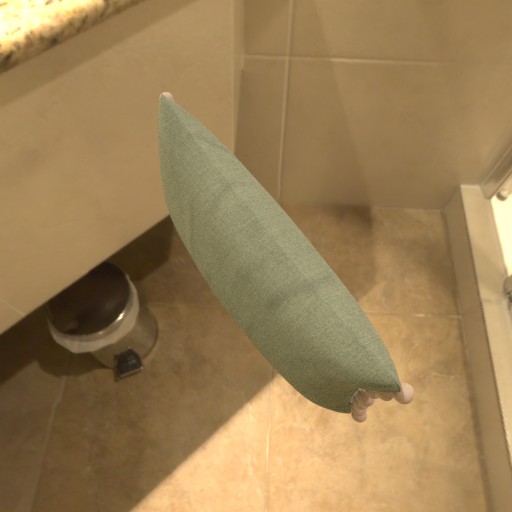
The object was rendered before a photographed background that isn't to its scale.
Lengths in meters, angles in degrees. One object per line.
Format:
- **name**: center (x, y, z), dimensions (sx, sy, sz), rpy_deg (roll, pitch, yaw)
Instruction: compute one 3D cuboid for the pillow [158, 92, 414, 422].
- **pillow**: center (0.000, 0.000, 0.841), dimensions (0.201, 0.322, 0.709), rpy_deg (-31, 67, -15)
